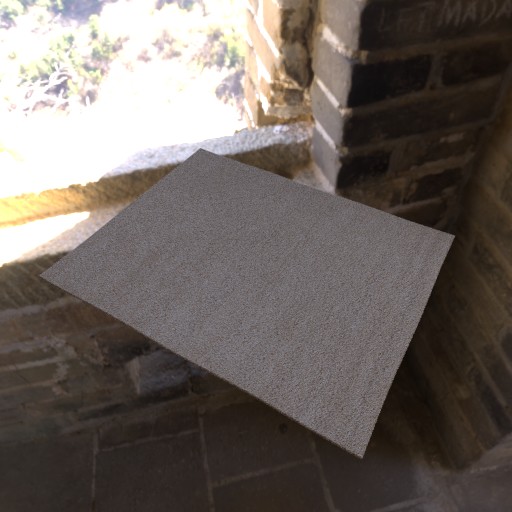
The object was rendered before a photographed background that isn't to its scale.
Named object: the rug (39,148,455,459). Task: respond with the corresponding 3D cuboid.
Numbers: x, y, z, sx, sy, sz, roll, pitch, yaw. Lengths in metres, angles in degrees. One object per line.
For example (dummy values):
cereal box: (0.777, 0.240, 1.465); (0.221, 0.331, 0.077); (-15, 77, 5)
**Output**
rug: (0.000, 0.000, 4.067); (3.000, 0.026, 2.400); (23, 50, 21)
